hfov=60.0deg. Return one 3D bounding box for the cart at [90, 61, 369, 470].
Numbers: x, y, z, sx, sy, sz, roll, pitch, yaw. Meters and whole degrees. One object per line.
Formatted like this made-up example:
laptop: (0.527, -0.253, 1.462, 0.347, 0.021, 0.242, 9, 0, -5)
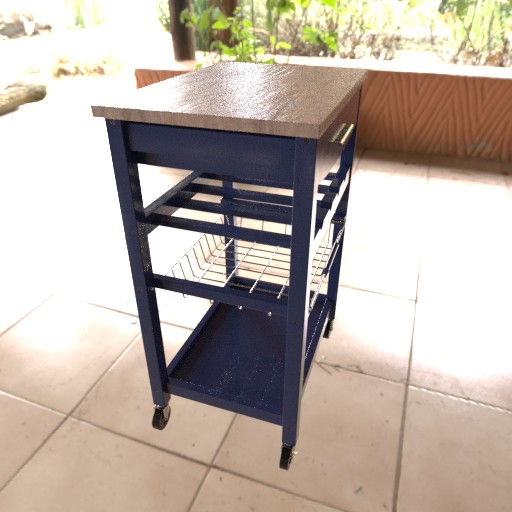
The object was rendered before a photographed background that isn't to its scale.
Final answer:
cart: (0.000, 0.000, 1.142, 0.403, 0.839, 0.584, 10, 32, 16)
